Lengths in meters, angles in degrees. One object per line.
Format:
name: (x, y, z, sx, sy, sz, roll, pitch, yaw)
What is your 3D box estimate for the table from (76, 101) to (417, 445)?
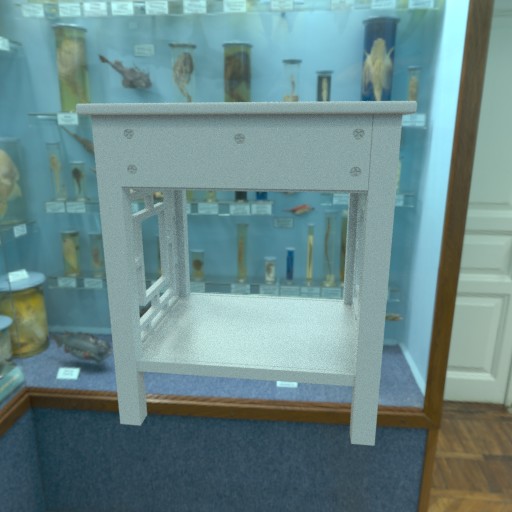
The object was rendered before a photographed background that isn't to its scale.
table: (0.000, 0.000, 1.025, 0.564, 0.646, 0.451, 2, 16, 7)
